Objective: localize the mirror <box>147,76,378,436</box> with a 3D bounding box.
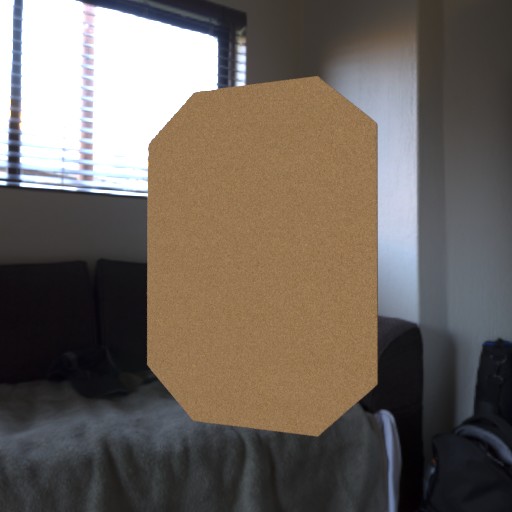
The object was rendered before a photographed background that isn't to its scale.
[{"bbox_3d":[0.000,0.000,1.336,0.709,1.015,0.061,0,0,18],"label":"mirror"}]
